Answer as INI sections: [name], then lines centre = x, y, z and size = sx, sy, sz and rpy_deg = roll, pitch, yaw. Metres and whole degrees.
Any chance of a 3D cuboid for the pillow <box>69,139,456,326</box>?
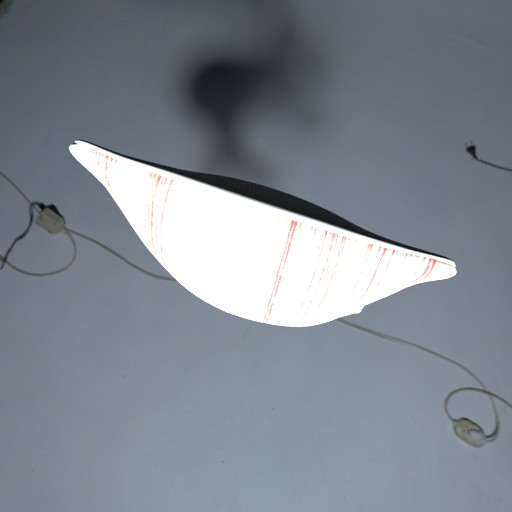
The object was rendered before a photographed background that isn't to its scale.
[pillow]
centre = 0.000, 0.000, 0.698
size = 0.451, 0.449, 0.191
rpy_deg = 18, 77, 4
